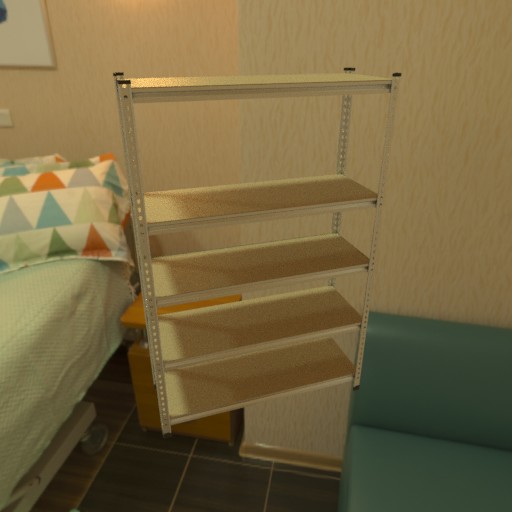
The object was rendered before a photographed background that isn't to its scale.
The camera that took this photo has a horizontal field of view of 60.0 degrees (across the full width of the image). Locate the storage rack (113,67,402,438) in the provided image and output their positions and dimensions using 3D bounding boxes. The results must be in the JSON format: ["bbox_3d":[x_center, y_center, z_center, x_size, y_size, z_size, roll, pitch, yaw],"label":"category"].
[{"bbox_3d":[0.000,0.000,2.389,1.219,1.829,0.457,-8,27,-16],"label":"storage rack"}]
